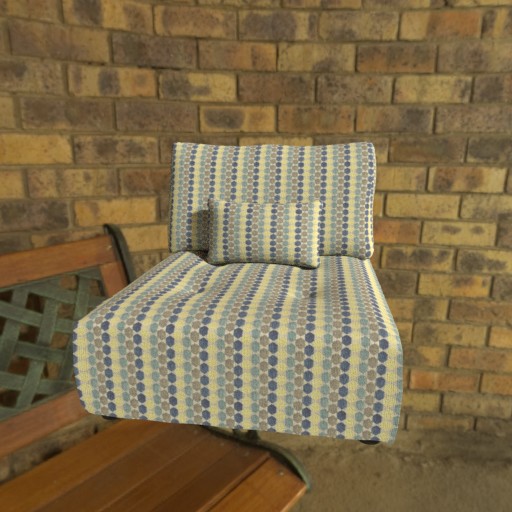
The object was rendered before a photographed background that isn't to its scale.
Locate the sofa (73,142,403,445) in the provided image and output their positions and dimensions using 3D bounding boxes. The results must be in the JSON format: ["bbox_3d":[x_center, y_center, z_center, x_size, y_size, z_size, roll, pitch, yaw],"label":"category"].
[{"bbox_3d":[0.000,0.000,1.649,0.930,0.830,1.000,2,14,8],"label":"sofa"}]
